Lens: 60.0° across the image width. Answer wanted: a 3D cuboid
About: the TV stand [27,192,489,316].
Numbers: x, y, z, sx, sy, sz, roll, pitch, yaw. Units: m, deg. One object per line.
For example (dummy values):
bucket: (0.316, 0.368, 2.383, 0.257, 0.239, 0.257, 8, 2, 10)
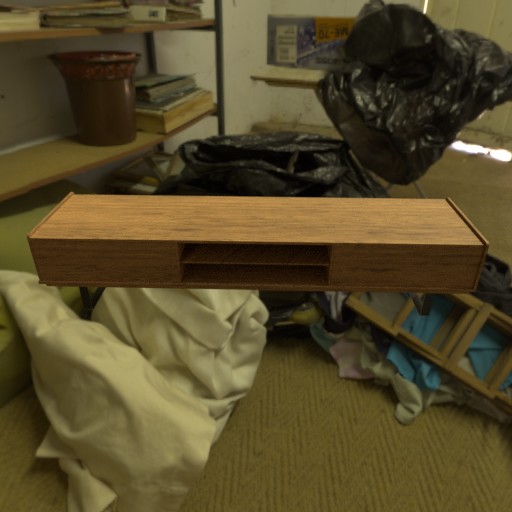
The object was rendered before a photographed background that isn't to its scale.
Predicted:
TV stand: (0.000, 0.000, 2.017, 1.796, 0.415, 0.467, 1, 30, 2)
